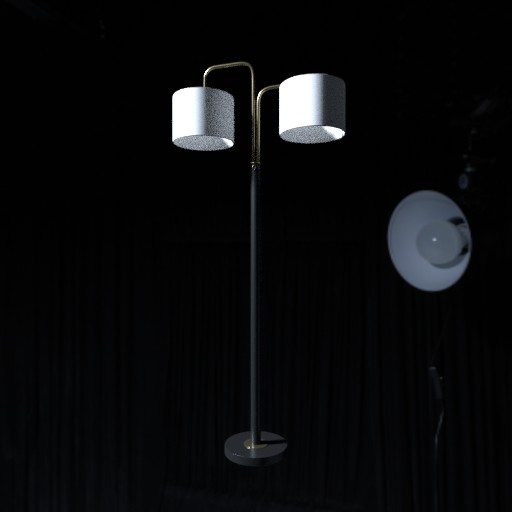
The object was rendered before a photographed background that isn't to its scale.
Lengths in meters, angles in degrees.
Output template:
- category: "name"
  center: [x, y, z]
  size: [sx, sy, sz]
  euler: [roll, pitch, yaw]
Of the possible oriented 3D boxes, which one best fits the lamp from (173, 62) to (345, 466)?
- category: "lamp"
  center: [0.000, 0.000, 1.797]
  size: [0.711, 1.587, 0.254]
  euler: [0, 0, 16]
